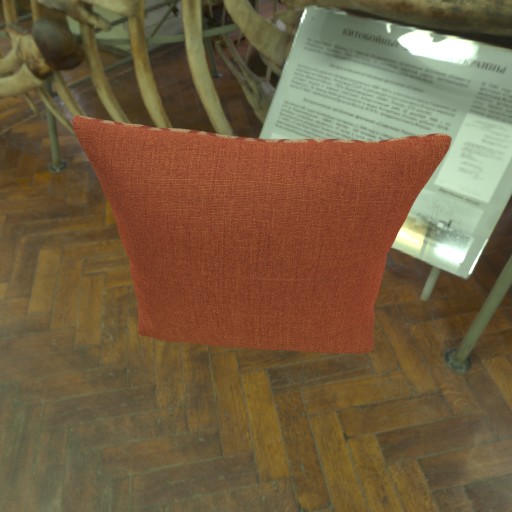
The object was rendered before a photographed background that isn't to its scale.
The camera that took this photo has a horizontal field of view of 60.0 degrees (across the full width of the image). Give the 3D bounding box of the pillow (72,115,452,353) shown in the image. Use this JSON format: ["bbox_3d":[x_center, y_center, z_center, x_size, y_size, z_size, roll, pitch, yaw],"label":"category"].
[{"bbox_3d":[0.000,0.000,0.651,0.429,0.434,0.159,3,46,3],"label":"pillow"}]
